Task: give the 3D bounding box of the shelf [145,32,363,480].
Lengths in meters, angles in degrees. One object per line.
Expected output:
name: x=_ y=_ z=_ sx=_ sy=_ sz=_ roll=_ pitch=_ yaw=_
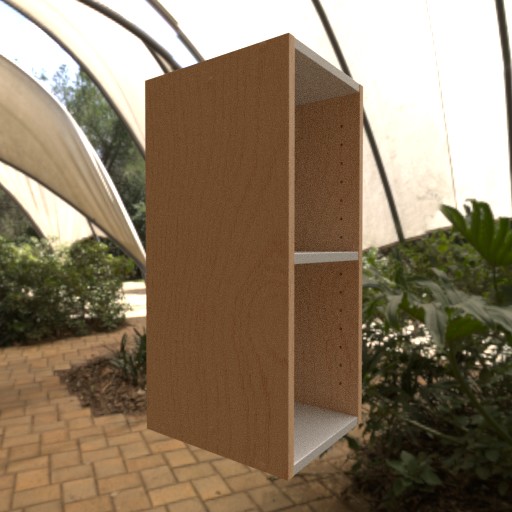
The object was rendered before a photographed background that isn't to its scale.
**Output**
shelf: x=0.000 y=0.000 z=0.778 sx=0.290 sy=0.600 sz=0.250 roll=1 pitch=2 yaw=36
